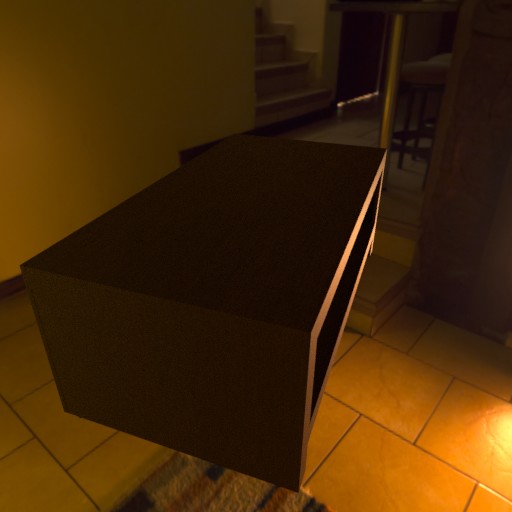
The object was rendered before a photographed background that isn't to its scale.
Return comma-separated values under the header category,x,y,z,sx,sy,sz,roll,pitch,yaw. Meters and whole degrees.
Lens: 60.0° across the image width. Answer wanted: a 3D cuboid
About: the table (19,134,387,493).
category,x,y,z,sx,sy,sz,roll,pitch,yaw
table,0.000,0.000,1.345,0.597,0.424,1.099,10,31,18
